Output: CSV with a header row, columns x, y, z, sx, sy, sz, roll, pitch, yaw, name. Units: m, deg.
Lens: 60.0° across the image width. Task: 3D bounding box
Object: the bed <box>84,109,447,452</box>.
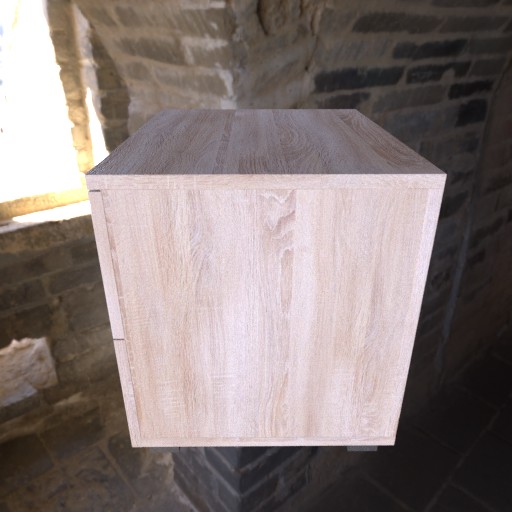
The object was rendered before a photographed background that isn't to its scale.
x,y,z,sx,sy,sz,roll,pitch,yaw,name
0.000,0.000,0.765,0.401,0.420,0.460,0,26,0,bed
